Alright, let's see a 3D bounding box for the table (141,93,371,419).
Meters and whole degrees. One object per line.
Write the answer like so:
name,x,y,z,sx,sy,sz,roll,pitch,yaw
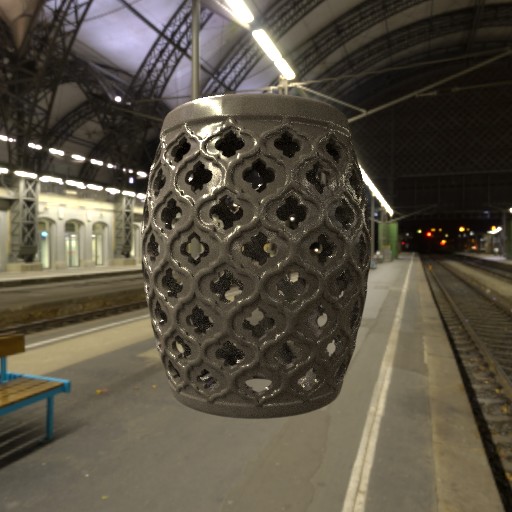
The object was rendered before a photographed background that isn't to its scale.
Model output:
table,0.000,0.000,0.647,0.325,0.388,0.325,0,1,0
